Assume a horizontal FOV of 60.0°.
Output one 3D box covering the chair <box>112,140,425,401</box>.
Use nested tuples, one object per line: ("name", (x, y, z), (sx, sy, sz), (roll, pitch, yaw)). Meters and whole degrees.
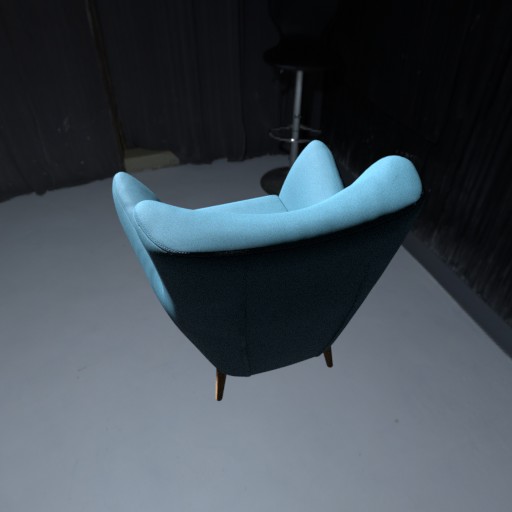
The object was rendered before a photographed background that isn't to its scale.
("chair", (0.000, 0.000, 1.603), (0.890, 0.889, 0.889), (-13, 43, -14))
